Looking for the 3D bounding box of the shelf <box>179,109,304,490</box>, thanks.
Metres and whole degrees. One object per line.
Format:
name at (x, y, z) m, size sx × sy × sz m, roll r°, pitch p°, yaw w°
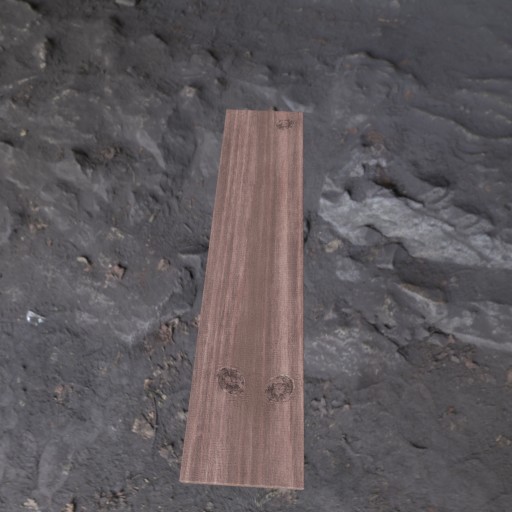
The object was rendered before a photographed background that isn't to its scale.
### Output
shelf at (0.000, 0.000, 0.660) m, size 0.140 × 0.020 × 0.610 m, roll 3°, pitch 59°, yaw 2°
